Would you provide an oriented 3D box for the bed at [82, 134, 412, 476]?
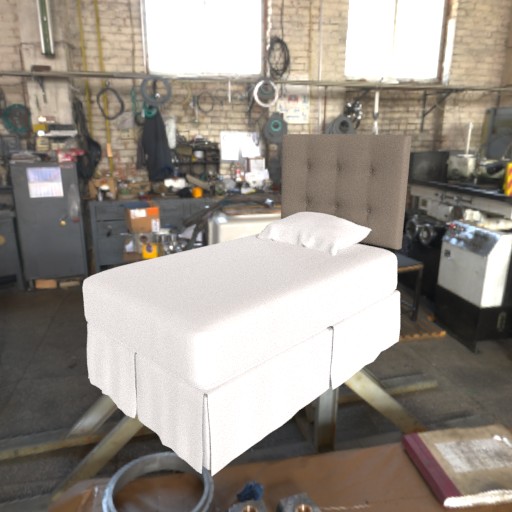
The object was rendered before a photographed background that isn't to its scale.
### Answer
[{"bbox_3d":[0.000,0.000,2.985,1.261,1.571,1.997,15,21,42],"label":"bed"}]
